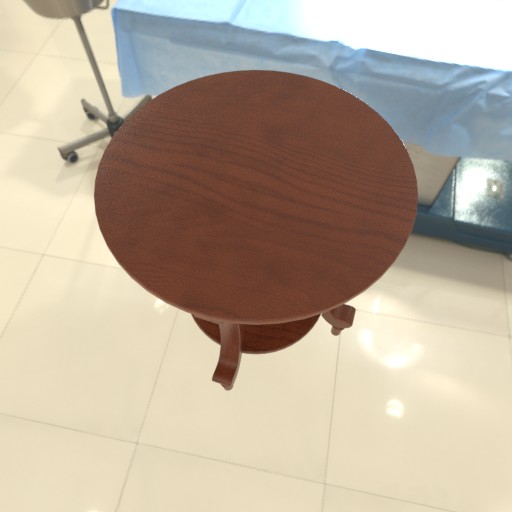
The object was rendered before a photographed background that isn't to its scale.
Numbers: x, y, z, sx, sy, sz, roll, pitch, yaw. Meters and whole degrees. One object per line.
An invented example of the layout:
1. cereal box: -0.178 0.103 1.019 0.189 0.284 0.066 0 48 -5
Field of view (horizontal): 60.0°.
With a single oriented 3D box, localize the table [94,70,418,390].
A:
1. table: 0.000 0.000 1.090 0.597 0.612 0.597 0 59 0
